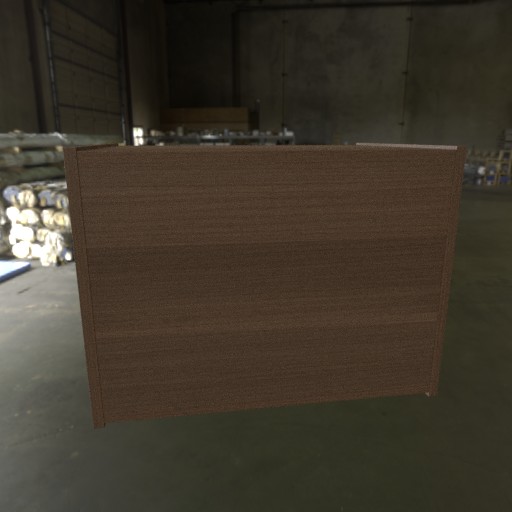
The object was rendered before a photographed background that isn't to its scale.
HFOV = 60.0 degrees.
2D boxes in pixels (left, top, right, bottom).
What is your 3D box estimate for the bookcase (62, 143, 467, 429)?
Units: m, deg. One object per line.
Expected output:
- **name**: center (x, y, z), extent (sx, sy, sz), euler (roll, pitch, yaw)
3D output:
- **bookcase**: center (0.000, 0.000, 0.625), extent (0.415, 0.305, 0.290), euler (-2, 15, -9)
